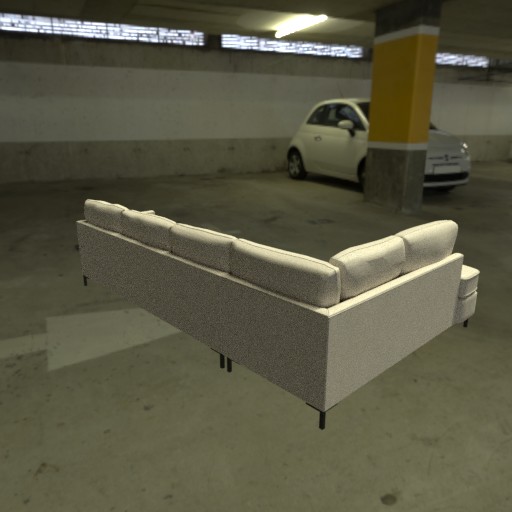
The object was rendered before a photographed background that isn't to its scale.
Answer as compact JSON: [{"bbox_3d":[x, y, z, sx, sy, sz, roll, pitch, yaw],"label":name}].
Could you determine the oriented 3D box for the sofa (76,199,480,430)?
[{"bbox_3d":[0.000,0.000,4.242,2.048,0.996,3.384,-15,22,-41],"label":"sofa"}]
